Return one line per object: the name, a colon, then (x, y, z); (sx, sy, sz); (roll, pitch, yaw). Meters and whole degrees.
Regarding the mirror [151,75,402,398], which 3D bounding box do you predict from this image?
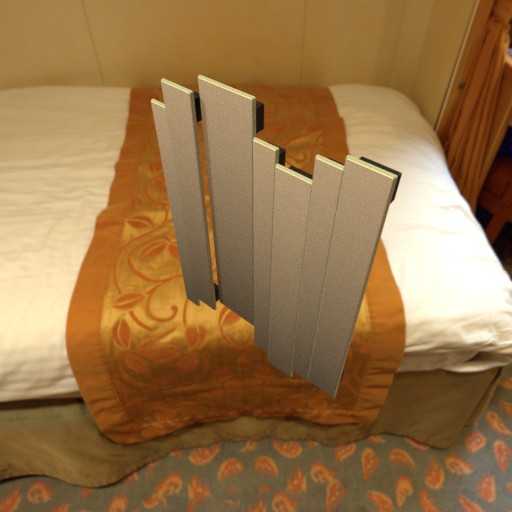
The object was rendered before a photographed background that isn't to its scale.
mirror: (0.000, 0.000, 0.813); (0.445, 0.611, 0.058); (31, 54, 26)
